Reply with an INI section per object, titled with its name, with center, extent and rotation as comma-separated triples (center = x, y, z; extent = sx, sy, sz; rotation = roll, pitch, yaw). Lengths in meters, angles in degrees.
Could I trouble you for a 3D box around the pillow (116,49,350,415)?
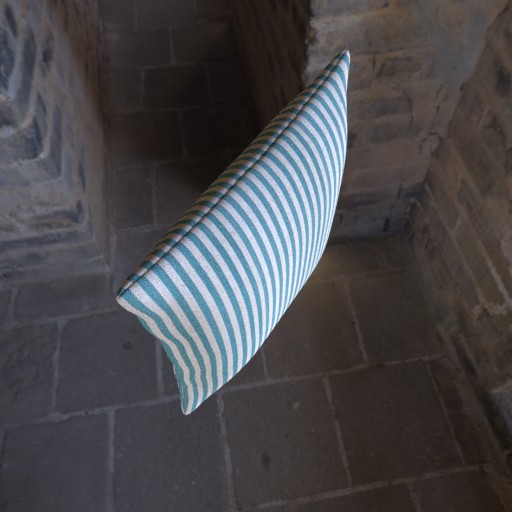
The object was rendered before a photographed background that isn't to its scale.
[pillow]
center = 0.000, 0.000, 0.788
extent = 0.166, 0.510, 0.523
rotation = 30, 63, 17
